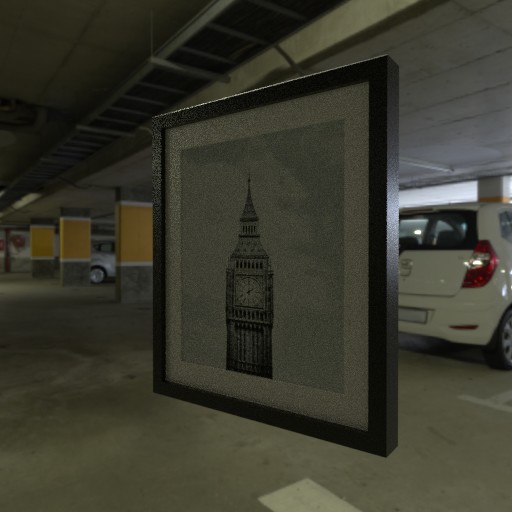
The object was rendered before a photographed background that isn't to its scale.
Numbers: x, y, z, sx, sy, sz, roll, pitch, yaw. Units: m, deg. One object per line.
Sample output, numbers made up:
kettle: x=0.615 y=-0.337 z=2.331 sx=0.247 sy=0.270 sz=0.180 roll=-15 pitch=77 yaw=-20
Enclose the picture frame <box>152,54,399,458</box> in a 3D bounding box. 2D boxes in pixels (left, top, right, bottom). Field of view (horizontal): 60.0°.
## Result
picture frame: x=0.000 y=0.000 z=0.525 sx=0.328 sy=0.378 sz=0.034 roll=0 pitch=1 yaw=36
